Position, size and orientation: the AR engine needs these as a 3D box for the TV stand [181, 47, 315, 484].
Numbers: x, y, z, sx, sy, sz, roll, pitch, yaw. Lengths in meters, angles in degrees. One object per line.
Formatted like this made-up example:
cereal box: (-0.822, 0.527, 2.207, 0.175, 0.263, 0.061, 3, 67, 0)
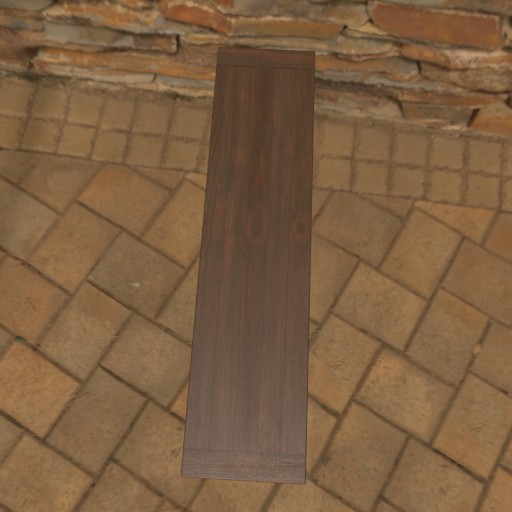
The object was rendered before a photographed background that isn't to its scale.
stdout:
TV stand: (0.000, 0.000, 2.155, 0.471, 0.615, 1.866, 3, 75, 1)
